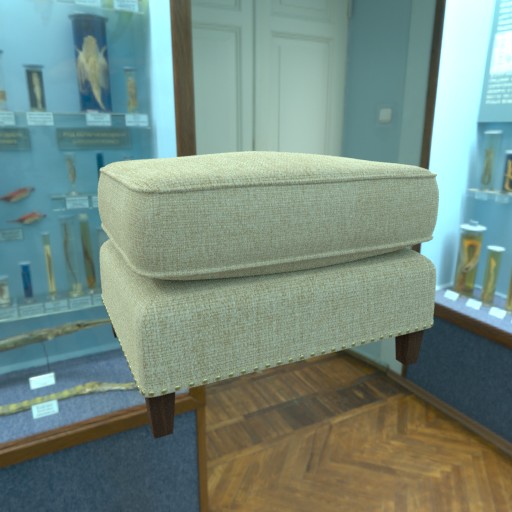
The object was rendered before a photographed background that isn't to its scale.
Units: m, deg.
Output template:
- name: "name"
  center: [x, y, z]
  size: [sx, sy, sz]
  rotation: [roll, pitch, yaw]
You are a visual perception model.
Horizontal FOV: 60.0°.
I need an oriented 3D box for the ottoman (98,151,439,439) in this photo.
- name: "ottoman"
  center: [0.000, 0.000, 1.165]
  size: [0.738, 0.537, 0.589]
  rotation: [-7, 17, -25]
